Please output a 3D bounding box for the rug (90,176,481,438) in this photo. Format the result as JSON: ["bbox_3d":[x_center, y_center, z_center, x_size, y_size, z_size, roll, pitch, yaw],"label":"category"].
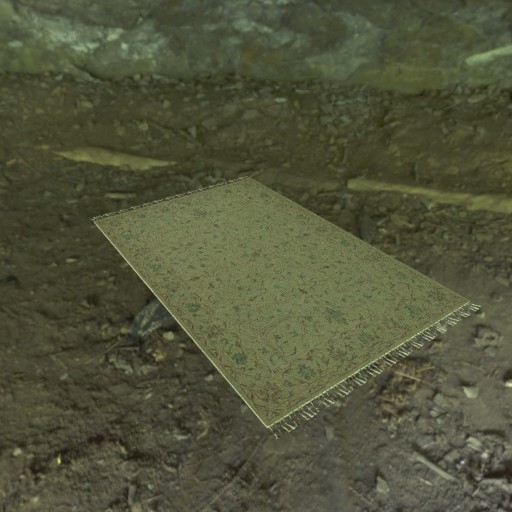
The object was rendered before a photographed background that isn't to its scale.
[{"bbox_3d":[0.000,0.000,3.063,1.544,0.010,2.435,-21,38,-29],"label":"rug"}]
